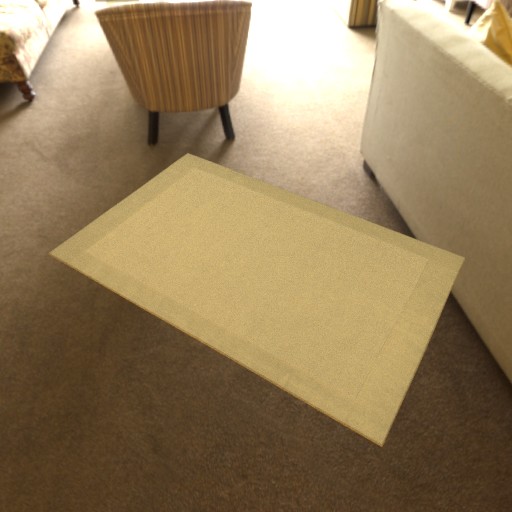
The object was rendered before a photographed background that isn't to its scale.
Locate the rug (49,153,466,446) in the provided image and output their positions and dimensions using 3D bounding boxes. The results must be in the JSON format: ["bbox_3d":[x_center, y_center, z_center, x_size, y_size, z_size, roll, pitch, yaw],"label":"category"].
[{"bbox_3d":[0.000,0.000,3.053,2.438,0.014,1.524,25,50,23],"label":"rug"}]
